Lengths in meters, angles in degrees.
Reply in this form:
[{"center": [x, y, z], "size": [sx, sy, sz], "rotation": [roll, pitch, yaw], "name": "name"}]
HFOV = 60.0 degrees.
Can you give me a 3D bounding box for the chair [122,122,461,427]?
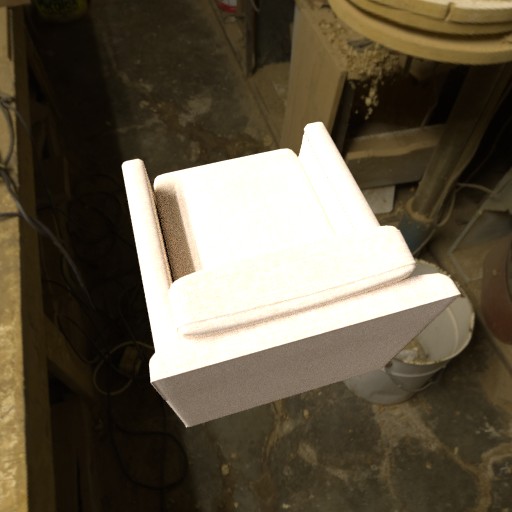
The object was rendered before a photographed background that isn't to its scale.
[{"center": [0.000, 0.000, 1.715], "size": [0.838, 0.940, 1.041], "rotation": [-14, 58, -9], "name": "chair"}]
